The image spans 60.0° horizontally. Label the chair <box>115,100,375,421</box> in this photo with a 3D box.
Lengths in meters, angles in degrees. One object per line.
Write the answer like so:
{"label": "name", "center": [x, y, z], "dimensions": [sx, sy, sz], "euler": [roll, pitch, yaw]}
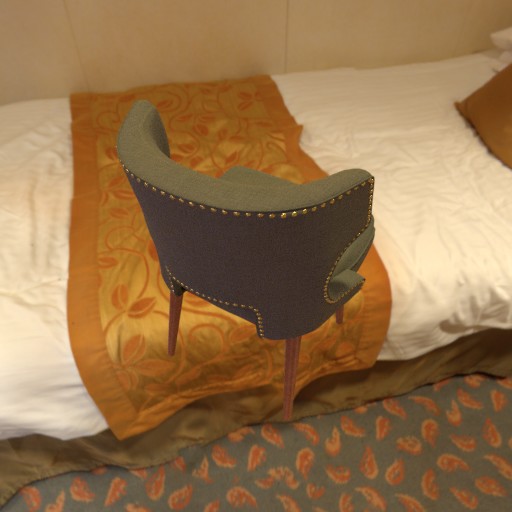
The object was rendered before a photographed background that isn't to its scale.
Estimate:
{"label": "chair", "center": [0.000, 0.000, 1.234], "dimensions": [0.595, 0.863, 0.581], "euler": [23, 51, 20]}
